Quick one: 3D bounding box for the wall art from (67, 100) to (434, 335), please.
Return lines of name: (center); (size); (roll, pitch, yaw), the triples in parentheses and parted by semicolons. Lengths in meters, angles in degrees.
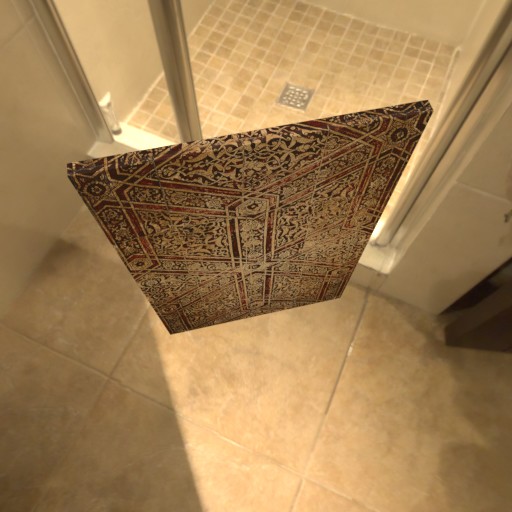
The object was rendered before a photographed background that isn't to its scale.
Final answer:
wall art: (0.000, 0.000, 0.743); (0.397, 0.599, 0.020); (-12, 65, -5)
